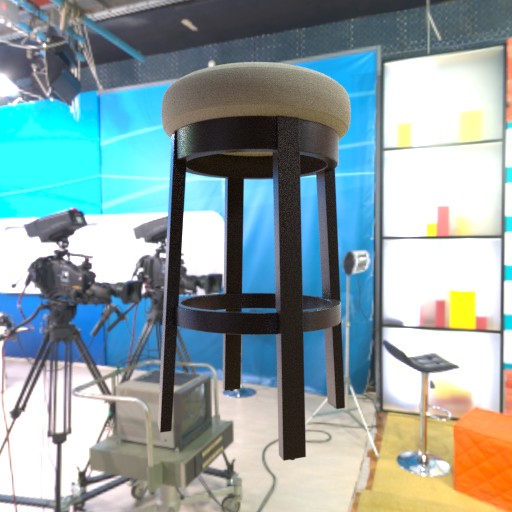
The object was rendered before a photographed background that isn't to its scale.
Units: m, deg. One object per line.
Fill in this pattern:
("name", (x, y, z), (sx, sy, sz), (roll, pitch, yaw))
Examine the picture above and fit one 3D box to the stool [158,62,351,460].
("stool", (0.000, 0.000, 1.029), (0.446, 0.758, 0.446), (0, 1, 0))
